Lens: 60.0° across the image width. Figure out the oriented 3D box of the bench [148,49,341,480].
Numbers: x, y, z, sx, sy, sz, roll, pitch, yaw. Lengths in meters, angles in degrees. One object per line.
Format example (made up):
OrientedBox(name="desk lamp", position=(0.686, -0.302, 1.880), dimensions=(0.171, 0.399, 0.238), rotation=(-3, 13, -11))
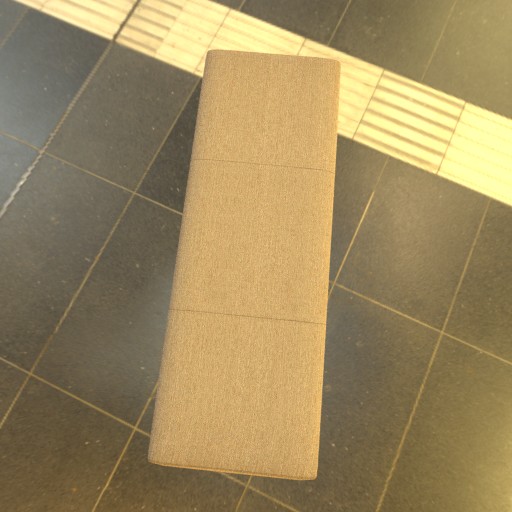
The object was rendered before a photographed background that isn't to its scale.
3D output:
OrientedBox(name="bench", position=(0.000, 0.000, 1.473), dimensions=(0.446, 0.438, 1.269), rotation=(5, 76, 1))
